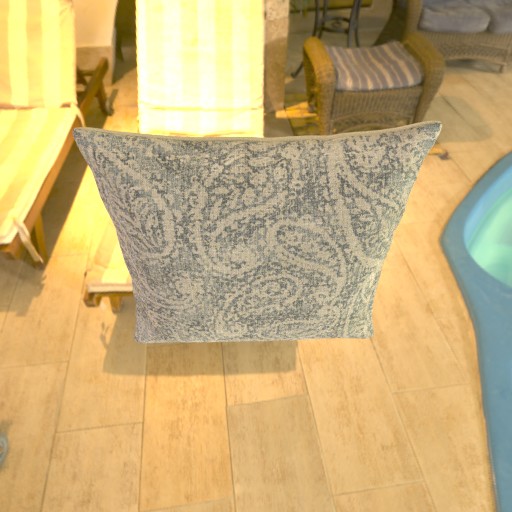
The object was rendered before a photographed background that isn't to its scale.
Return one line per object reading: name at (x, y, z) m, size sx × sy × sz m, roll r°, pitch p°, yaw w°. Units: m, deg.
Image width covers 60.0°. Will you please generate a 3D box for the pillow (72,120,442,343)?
pillow at (0.000, 0.000, 0.793) m, size 0.523 × 0.510 × 0.166 m, roll -1°, pitch 46°, yaw -1°
